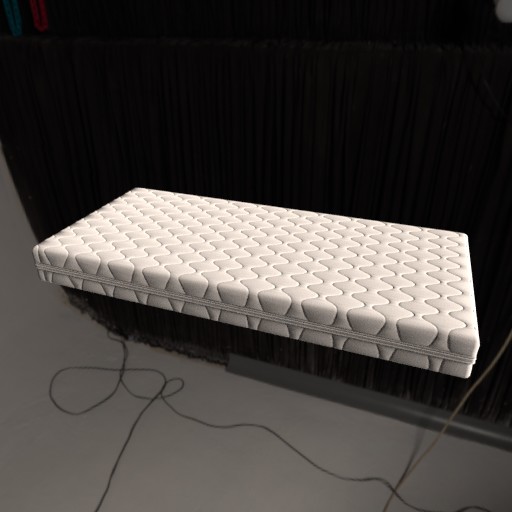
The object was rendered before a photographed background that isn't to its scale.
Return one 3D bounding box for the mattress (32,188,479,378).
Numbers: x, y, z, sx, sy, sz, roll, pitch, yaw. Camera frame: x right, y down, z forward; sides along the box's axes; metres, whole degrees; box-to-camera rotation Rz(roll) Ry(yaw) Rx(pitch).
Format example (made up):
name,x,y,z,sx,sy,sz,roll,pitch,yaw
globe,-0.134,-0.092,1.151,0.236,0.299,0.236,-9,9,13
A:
name,x,y,z,sx,sy,sz,roll,pitch,yaw
mattress,0.000,0.000,2.246,2.000,0.200,0.900,10,31,18
